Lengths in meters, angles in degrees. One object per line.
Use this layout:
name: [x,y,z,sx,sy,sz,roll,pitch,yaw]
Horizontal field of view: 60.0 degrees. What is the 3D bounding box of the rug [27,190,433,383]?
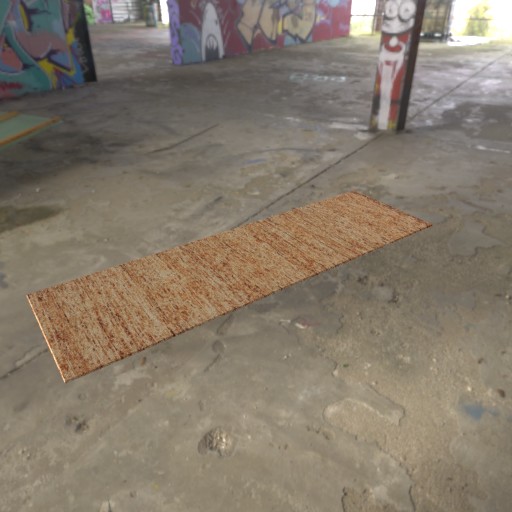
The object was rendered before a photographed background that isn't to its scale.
rug: [0.000,0.000,2.457,2.237,0.014,0.680,-20,37,-30]
